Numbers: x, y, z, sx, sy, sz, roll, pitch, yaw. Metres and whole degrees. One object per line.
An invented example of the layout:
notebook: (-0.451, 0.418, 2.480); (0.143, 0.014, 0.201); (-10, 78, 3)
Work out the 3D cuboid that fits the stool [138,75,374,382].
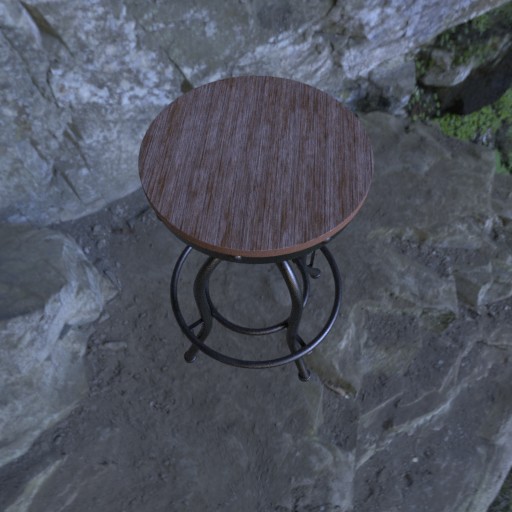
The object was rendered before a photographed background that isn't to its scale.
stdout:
stool: (0.000, 0.000, 0.923); (0.439, 0.609, 0.439); (-32, 64, -17)
